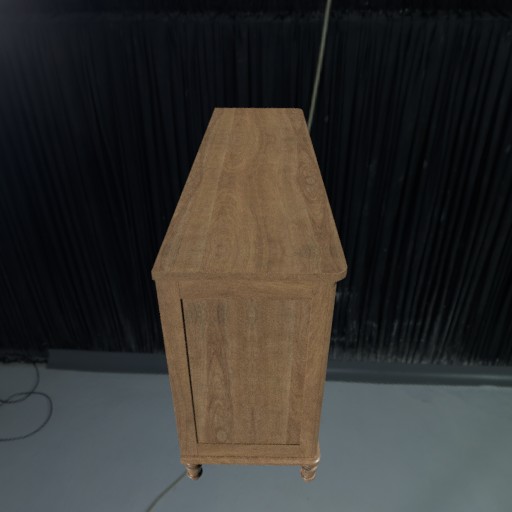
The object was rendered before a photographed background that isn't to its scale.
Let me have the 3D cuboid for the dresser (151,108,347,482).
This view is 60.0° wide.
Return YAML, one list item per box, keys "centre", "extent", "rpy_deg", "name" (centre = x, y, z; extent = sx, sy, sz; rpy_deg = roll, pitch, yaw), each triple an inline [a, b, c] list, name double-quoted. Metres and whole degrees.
- centre: [0.000, 0.000, 1.952]
  extent: [0.468, 0.892, 1.583]
  rpy_deg: [1, 32, 1]
  name: "dresser"
